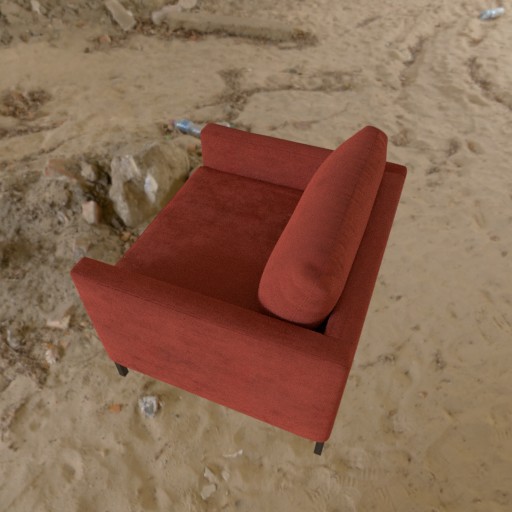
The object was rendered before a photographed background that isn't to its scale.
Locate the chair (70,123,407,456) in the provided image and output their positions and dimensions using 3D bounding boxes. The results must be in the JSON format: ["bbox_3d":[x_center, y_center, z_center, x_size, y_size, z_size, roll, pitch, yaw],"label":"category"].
[{"bbox_3d":[0.000,0.000,1.650,0.875,0.812,0.964,16,48,15],"label":"chair"}]
